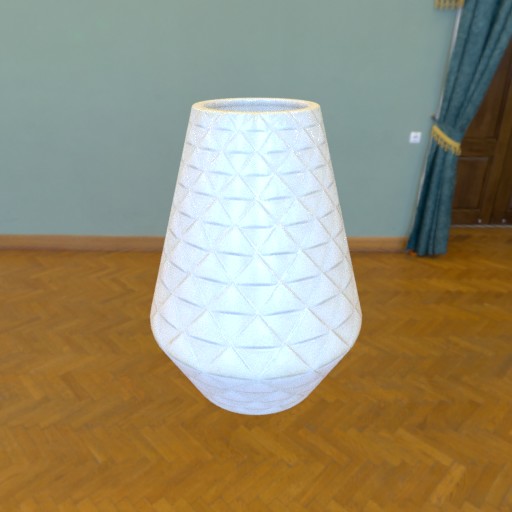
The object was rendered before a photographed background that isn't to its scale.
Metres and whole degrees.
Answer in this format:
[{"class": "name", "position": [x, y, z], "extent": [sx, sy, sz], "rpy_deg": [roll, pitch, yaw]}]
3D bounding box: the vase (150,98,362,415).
[{"class": "vase", "position": [0.000, 0.000, 0.354], "extent": [0.175, 0.230, 0.175], "rpy_deg": [0, 25, 0]}]
